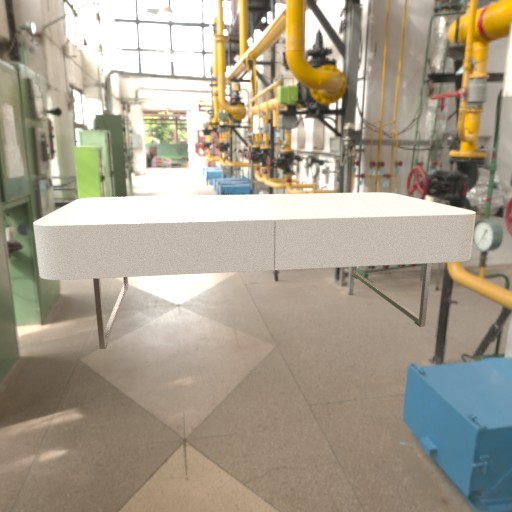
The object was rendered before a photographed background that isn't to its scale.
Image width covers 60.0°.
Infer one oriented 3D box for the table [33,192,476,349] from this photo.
[{"bbox_3d":[0.000,0.000,1.465,1.200,0.340,0.600,-2,14,-9],"label":"table"}]
